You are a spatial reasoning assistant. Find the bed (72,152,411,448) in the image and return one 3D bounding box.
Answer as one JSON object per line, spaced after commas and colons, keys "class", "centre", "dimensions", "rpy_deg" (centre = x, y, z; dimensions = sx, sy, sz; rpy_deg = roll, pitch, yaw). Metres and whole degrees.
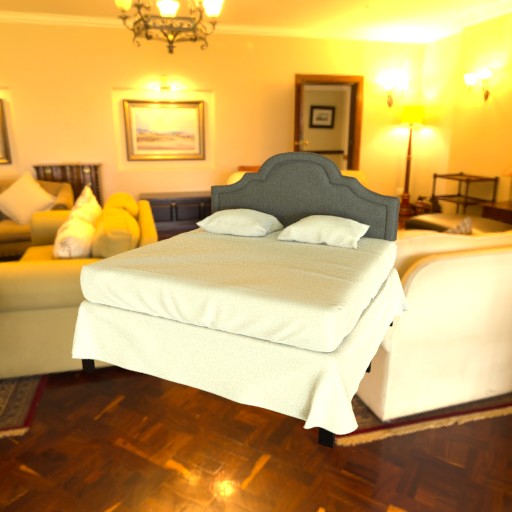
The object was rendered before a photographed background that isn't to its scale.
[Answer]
{"class": "bed", "centre": [0.000, 0.000, 3.697], "dimensions": [2.303, 1.631, 2.222], "rpy_deg": [8, 17, 25]}
